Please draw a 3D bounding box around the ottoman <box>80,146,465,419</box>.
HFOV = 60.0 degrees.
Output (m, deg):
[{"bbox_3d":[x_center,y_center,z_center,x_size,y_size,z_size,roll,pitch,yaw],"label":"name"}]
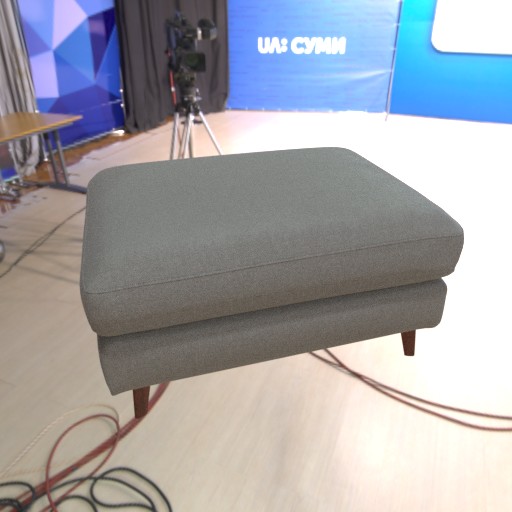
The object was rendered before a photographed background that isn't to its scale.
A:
[{"bbox_3d":[0.000,0.000,1.160,0.811,0.449,0.608,-9,32,-14],"label":"ottoman"}]
